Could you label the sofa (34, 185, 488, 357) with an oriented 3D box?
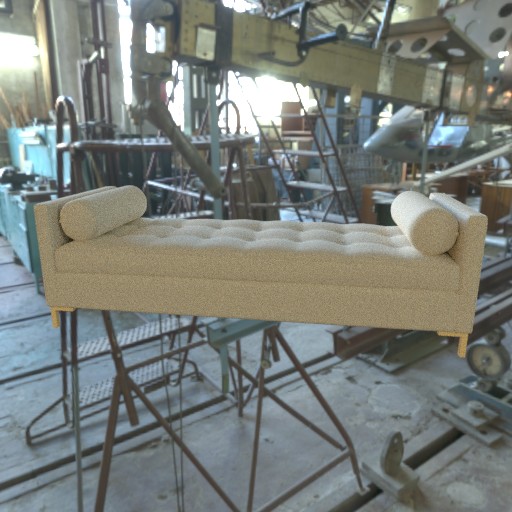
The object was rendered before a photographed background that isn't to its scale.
[{"bbox_3d":[0.000,0.000,2.313,1.985,0.641,0.746,2,16,9],"label":"sofa"}]
